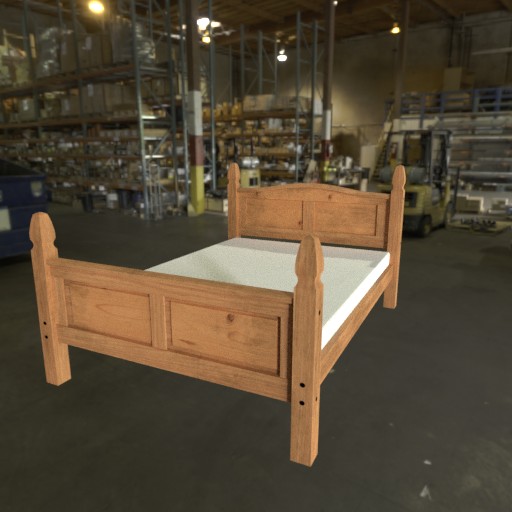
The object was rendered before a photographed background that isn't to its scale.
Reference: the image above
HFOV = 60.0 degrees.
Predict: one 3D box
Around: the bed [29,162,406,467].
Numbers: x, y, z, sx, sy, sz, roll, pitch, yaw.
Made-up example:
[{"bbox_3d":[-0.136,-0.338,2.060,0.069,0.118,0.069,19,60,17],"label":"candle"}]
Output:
[{"bbox_3d":[0.000,0.000,2.829,1.490,1.100,2.069,6,15,25],"label":"bed"}]
